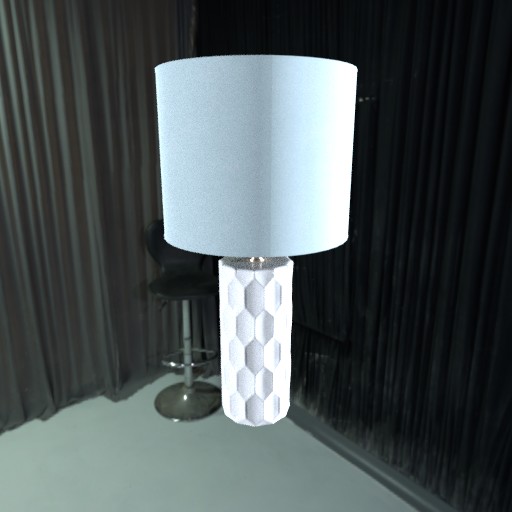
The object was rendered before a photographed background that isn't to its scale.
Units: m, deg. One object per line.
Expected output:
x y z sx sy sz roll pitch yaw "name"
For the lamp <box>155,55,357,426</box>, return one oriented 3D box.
0.000 0.000 0.690 0.277 0.534 0.277 -14 21 -41 "lamp"
